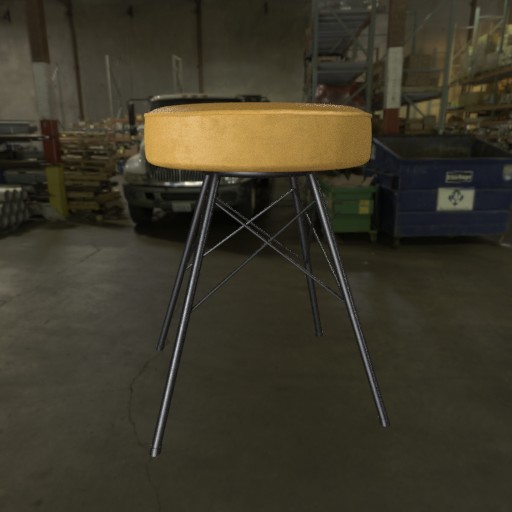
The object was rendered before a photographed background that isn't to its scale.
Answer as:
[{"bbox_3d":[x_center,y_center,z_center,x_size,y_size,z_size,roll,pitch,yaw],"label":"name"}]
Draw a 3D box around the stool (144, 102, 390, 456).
[{"bbox_3d":[0.000,0.000,0.930,0.472,0.595,0.438,-2,16,-8],"label":"stool"}]
